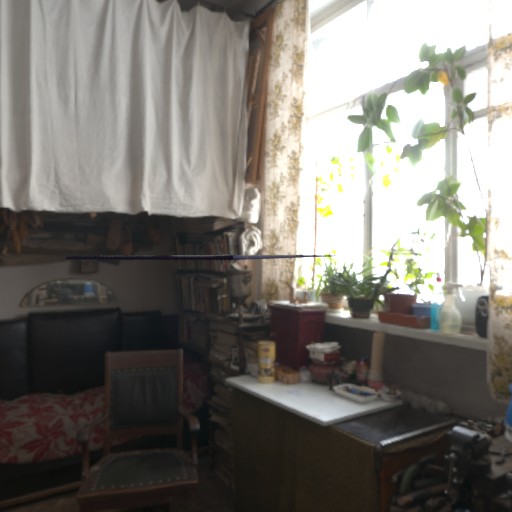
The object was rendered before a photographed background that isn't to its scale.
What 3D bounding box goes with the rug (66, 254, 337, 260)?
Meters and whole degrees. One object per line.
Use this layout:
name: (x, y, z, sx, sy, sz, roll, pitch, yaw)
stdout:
rug: (0.000, 0.000, 2.469, 0.602, 0.016, 2.283, 0, 0, 18)
